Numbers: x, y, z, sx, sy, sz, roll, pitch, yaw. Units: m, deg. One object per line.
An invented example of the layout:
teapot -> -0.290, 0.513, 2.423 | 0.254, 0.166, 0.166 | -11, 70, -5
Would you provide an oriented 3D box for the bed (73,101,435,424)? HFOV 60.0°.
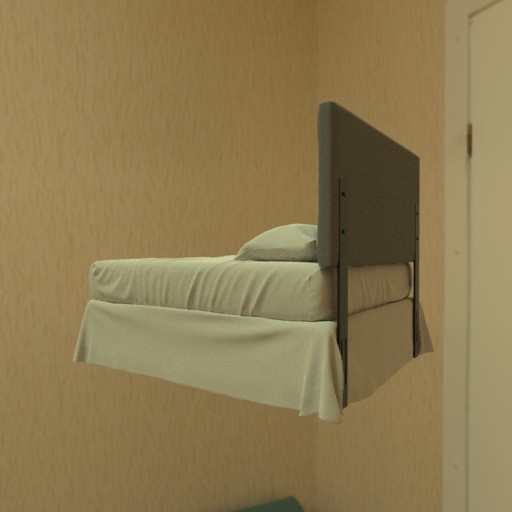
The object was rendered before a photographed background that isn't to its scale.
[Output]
bed -> 0.000, 0.000, 3.444 | 2.222, 1.577, 1.936 | 0, 1, 35
